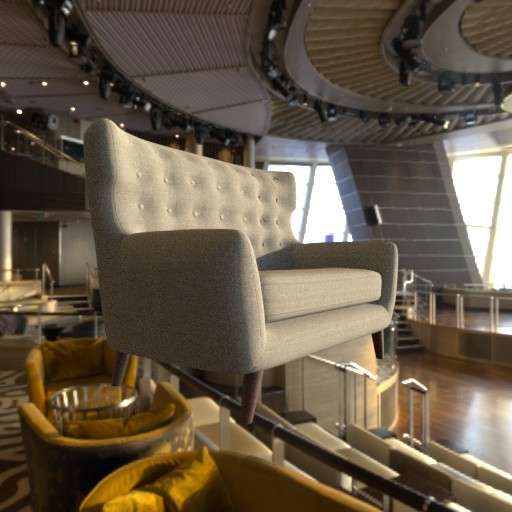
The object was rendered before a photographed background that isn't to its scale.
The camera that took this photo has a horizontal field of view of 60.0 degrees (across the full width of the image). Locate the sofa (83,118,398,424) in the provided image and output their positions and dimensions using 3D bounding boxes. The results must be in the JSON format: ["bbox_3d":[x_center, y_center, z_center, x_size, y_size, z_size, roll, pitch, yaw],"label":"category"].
[{"bbox_3d":[0.000,0.000,2.026,0.884,1.028,1.386,0,0,37],"label":"sofa"}]
